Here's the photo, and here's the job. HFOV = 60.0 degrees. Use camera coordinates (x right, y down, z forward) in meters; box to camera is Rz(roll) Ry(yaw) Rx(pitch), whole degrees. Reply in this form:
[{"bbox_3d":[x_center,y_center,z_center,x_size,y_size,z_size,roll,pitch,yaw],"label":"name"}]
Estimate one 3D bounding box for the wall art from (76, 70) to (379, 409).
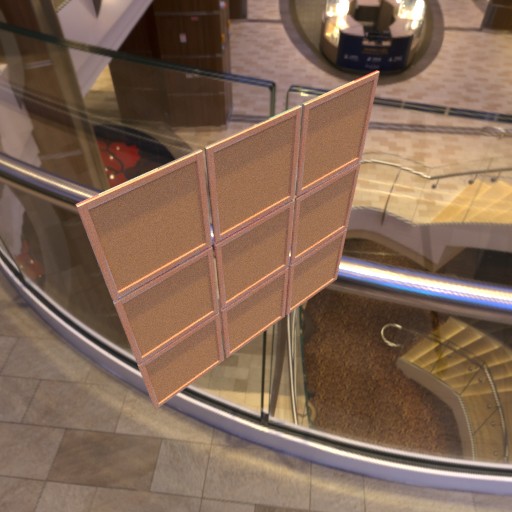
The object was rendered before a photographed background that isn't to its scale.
[{"bbox_3d":[0.000,0.000,1.861,1.216,1.220,0.013,-32,54,-26],"label":"wall art"}]
